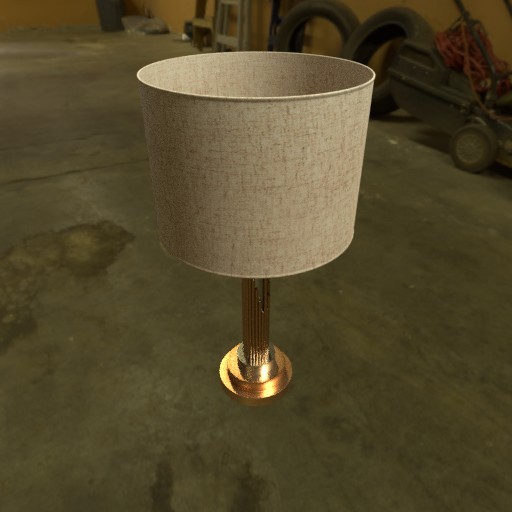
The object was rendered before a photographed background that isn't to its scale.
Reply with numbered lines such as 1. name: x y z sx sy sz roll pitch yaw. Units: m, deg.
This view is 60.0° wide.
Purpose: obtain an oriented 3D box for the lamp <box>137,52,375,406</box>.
1. lamp: 0.000 0.000 0.776 0.321 0.610 0.321 9 34 14
